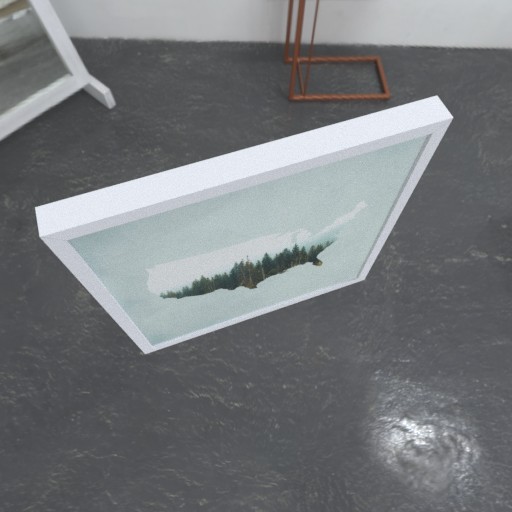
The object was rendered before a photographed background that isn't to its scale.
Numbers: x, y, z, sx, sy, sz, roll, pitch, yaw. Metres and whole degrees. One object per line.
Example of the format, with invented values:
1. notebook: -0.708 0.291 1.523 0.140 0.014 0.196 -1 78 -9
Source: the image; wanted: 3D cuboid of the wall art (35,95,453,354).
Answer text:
1. wall art: 0.000 0.000 0.751 0.509 0.509 0.040 -18 65 -9
